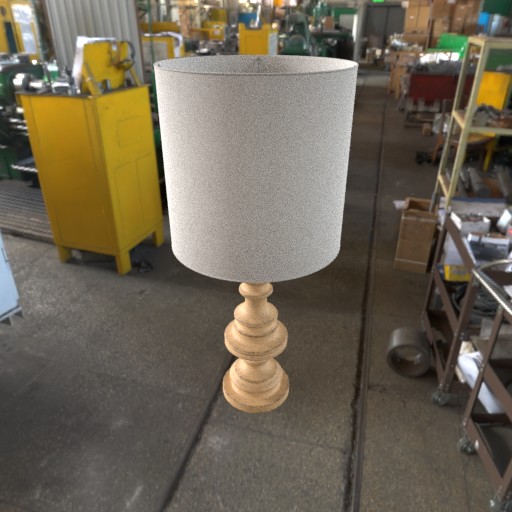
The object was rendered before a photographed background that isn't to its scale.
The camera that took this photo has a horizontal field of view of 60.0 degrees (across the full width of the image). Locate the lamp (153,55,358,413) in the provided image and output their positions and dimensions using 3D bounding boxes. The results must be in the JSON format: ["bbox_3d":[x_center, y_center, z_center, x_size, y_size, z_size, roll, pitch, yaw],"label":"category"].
[{"bbox_3d":[0.000,0.000,0.567,0.208,0.455,0.208,-9,29,-16],"label":"lamp"}]
